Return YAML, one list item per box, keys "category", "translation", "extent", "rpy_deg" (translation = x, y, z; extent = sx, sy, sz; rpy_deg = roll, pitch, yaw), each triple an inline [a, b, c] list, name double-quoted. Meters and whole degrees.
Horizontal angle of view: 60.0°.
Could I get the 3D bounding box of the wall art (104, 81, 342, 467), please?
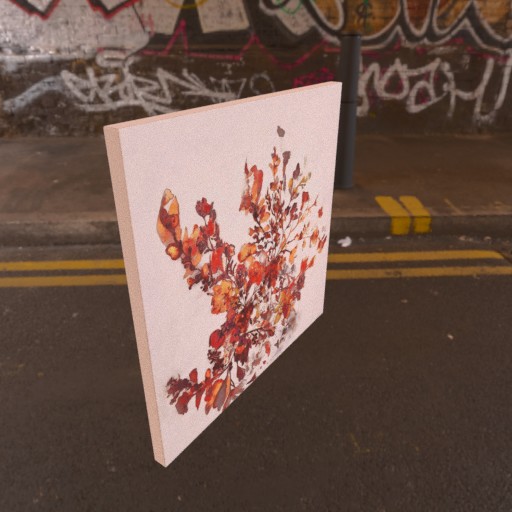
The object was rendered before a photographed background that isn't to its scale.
- category: "wall art"
  translation: [0.000, 0.000, 1.489]
  extent: [0.049, 1.009, 1.009]
  rpy_deg: [18, 33, 31]
